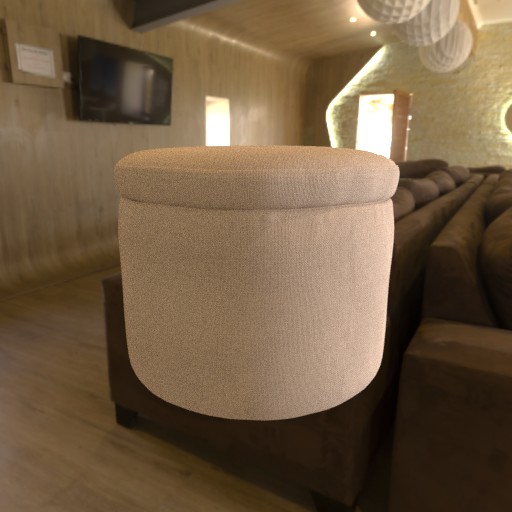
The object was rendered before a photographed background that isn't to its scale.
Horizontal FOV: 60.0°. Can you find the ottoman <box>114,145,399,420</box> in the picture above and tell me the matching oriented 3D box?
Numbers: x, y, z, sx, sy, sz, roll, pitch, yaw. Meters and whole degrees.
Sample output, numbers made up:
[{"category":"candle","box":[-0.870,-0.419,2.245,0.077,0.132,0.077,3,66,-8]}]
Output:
[{"category":"ottoman","box":[0.000,0.000,0.847,0.497,0.409,0.497,0,14,0]}]
